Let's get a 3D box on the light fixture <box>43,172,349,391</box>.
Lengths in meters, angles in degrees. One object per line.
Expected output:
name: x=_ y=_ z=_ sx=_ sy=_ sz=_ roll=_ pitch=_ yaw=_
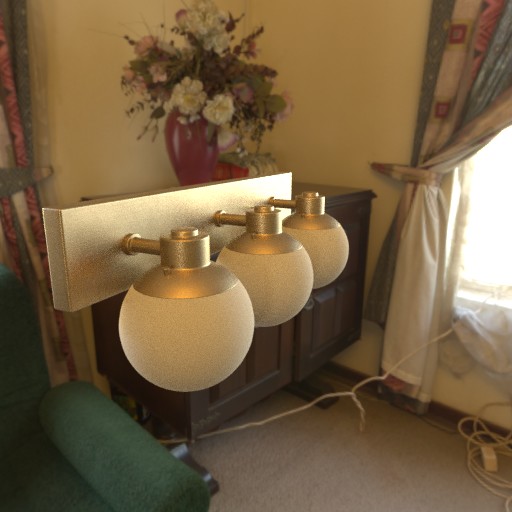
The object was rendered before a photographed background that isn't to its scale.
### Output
light fixture: x=0.000 y=0.000 z=0.833 sx=0.218 sy=0.263 sz=0.721 roll=7 pitch=16 yaw=26
